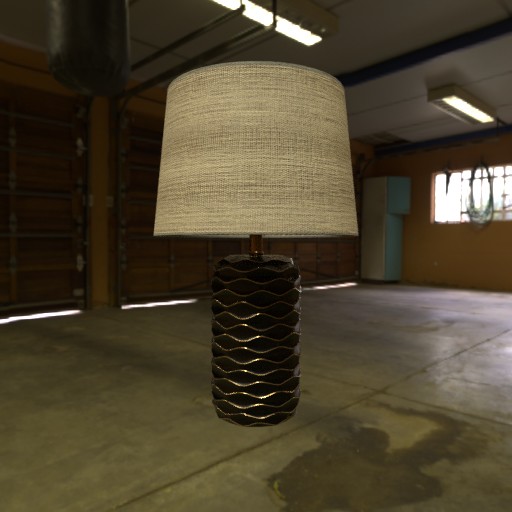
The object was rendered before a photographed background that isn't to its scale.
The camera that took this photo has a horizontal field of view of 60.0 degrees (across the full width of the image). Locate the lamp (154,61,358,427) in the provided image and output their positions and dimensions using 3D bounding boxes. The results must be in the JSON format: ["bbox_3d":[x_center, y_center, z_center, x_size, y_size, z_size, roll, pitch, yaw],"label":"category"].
[{"bbox_3d":[0.000,0.000,0.836,0.376,0.594,0.376,0,2,0],"label":"lamp"}]
